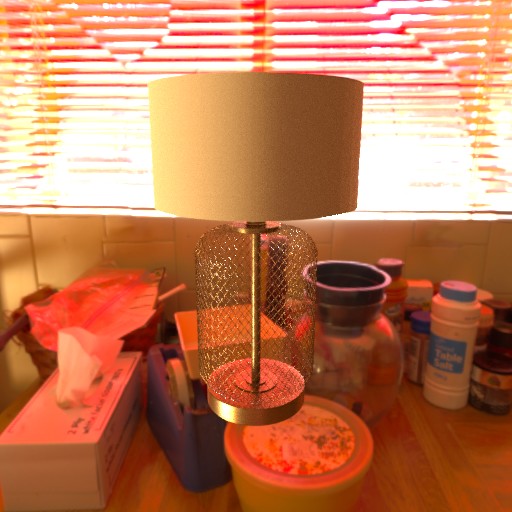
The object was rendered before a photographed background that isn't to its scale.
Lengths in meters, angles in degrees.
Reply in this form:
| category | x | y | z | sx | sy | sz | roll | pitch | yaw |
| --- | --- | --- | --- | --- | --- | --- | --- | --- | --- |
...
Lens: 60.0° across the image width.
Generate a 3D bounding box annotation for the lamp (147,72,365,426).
| category | x | y | z | sx | sy | sz | roll | pitch | yaw |
| --- | --- | --- | --- | --- | --- | --- | --- | --- | --- |
| lamp | 0.000 | 0.000 | 0.809 | 0.353 | 0.578 | 0.353 | 0 | 15 | 0 |
